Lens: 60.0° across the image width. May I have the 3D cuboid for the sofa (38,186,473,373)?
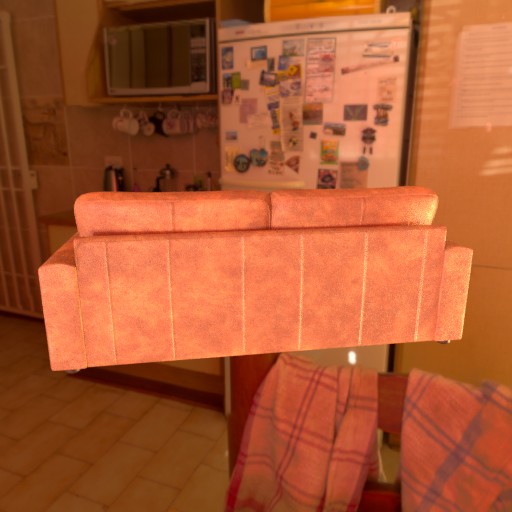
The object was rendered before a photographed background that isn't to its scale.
[{"bbox_3d":[0.000,0.000,2.688,2.179,0.873,1.016,-2,15,-9],"label":"sofa"}]
